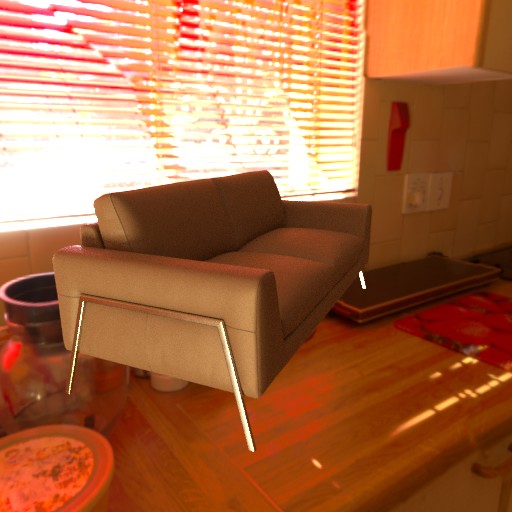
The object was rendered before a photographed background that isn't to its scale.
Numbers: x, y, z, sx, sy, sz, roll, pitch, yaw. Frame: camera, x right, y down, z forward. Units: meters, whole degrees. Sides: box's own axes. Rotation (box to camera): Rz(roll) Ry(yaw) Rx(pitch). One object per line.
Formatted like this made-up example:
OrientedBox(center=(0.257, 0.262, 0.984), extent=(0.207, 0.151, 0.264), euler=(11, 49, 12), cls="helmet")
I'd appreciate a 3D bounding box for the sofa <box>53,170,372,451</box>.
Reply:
OrientedBox(center=(0.000, 0.000, 2.549), extent=(0.953, 0.875, 2.017), euler=(7, 16, 24), cls="sofa")
